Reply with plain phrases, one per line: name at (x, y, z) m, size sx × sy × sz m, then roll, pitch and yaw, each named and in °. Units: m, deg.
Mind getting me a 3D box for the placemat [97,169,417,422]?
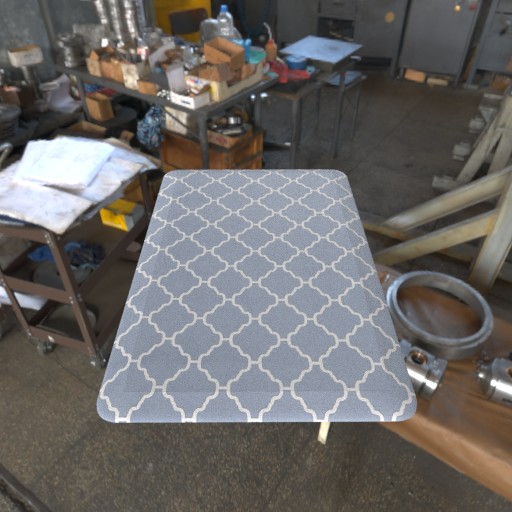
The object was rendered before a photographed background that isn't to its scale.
placemat at (0.000, 0.000, 0.961) m, size 0.508 × 0.021 × 0.762 m, roll 0°, pitch 41°, yaw 0°
